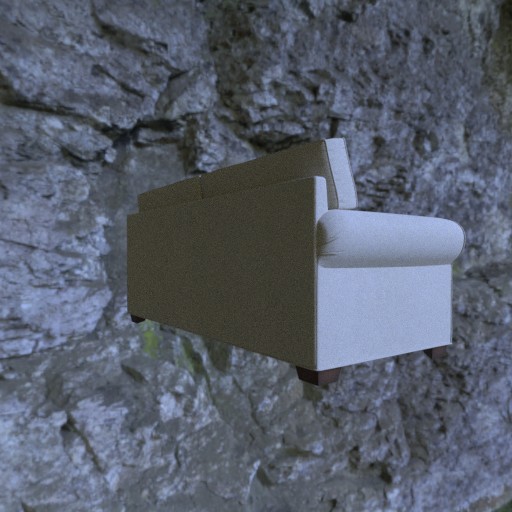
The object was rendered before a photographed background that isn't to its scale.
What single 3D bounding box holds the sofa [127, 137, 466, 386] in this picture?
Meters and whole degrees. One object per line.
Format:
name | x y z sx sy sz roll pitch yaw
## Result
sofa | 0.000 0.000 2.676 0.901 0.962 2.146 0 0 -36
